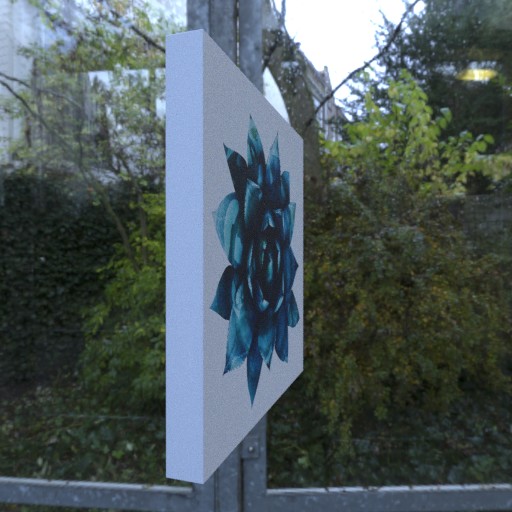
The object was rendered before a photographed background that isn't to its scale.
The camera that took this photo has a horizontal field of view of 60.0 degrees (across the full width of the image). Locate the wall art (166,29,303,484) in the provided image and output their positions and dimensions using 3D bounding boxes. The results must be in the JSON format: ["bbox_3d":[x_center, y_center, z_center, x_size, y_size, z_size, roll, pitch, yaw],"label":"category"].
[{"bbox_3d":[0.000,0.000,0.594,0.038,0.406,0.406,0,0,19],"label":"wall art"}]
